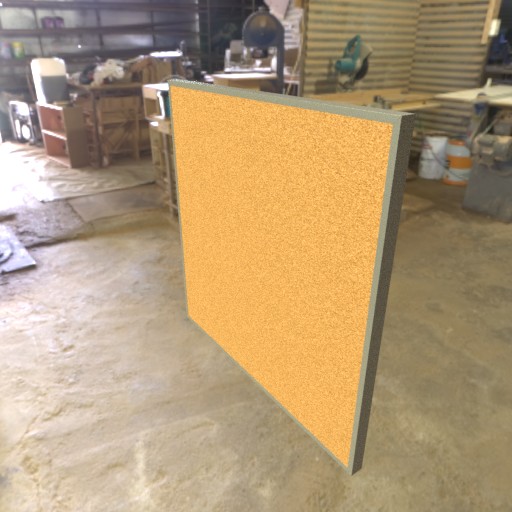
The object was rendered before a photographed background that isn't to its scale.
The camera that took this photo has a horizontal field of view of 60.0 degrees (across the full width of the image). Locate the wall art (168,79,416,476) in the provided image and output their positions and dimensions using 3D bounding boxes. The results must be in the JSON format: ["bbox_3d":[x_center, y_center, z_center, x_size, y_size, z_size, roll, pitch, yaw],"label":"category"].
[{"bbox_3d":[0.000,0.000,1.156,0.038,0.807,0.809,-18,31,-32],"label":"wall art"}]
